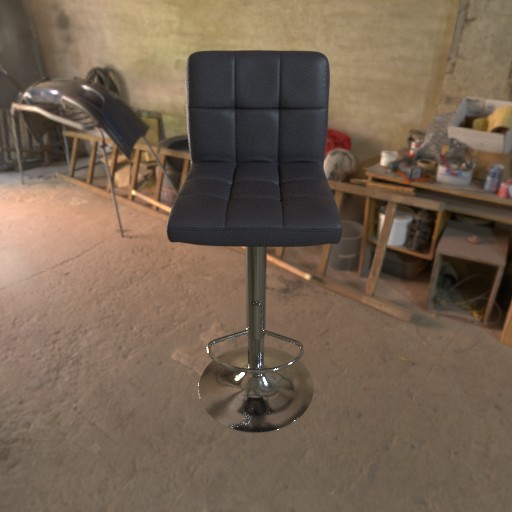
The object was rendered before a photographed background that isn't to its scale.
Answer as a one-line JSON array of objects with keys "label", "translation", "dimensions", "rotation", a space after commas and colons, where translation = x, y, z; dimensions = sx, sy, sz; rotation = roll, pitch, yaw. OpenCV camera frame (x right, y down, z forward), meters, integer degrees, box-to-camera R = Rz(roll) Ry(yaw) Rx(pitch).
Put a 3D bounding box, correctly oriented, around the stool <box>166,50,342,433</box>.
[{"label": "stool", "translation": [0.000, 0.000, 1.366], "dimensions": [0.430, 1.115, 0.505], "rotation": [1, 30, 1]}]
